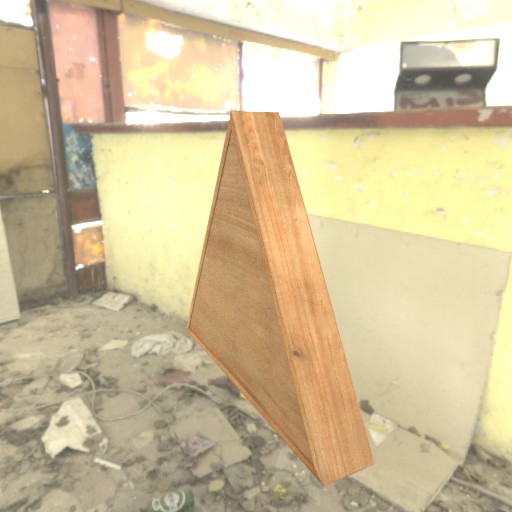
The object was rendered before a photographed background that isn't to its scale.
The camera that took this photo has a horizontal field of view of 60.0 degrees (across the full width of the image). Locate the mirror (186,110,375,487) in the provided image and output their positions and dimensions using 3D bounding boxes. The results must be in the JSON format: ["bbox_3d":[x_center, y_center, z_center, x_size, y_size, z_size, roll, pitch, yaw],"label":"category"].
[{"bbox_3d":[0.000,0.000,0.880,0.100,0.548,0.631,-8,17,-26],"label":"mirror"}]
